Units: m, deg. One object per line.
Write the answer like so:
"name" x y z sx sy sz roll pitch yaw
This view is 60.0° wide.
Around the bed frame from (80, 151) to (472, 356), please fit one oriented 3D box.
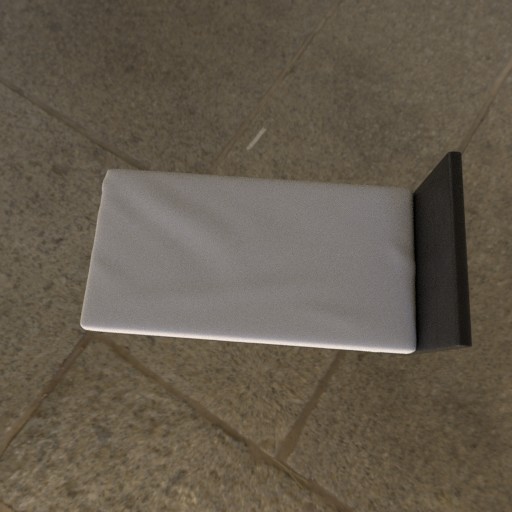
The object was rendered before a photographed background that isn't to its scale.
"bed frame" 0.000 0.000 2.574 2.152 1.046 1.038 4 75 1
